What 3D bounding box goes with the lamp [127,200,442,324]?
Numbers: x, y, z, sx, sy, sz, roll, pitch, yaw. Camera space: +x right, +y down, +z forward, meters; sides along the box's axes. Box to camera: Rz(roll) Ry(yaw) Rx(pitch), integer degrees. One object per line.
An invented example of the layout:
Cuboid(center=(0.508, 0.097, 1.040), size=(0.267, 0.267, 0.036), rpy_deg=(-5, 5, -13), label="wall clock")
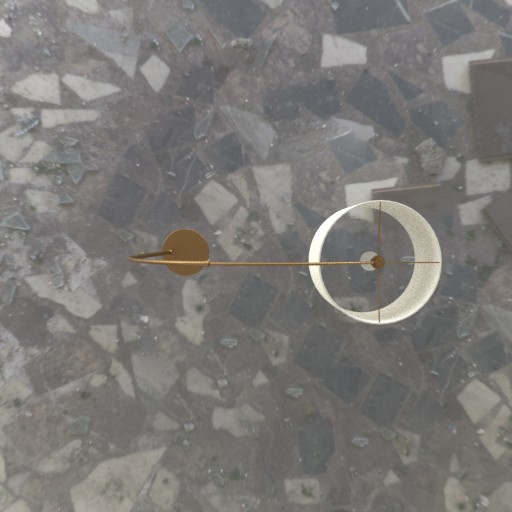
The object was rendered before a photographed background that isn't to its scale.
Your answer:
Cuboid(center=(0.000, 0.000, 2.583), size=(1.434, 1.927, 0.493), rpy_deg=(0, 92, -2), label="lamp")
